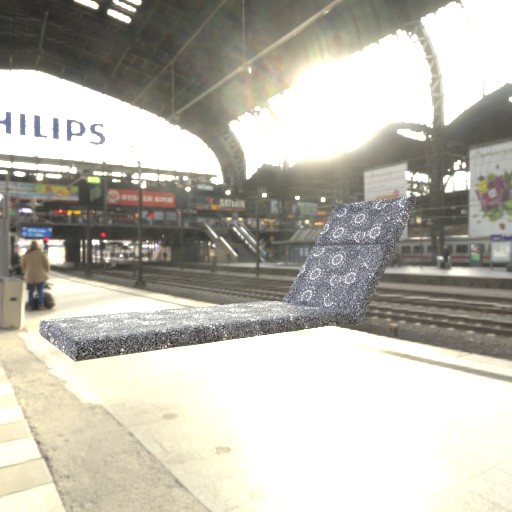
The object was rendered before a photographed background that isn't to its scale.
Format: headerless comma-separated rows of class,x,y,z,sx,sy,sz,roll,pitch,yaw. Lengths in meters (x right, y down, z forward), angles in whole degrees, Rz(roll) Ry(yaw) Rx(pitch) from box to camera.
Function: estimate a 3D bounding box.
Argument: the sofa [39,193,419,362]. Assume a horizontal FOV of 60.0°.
sofa,0.000,0.000,1.953,1.663,0.622,0.582,0,0,-36
